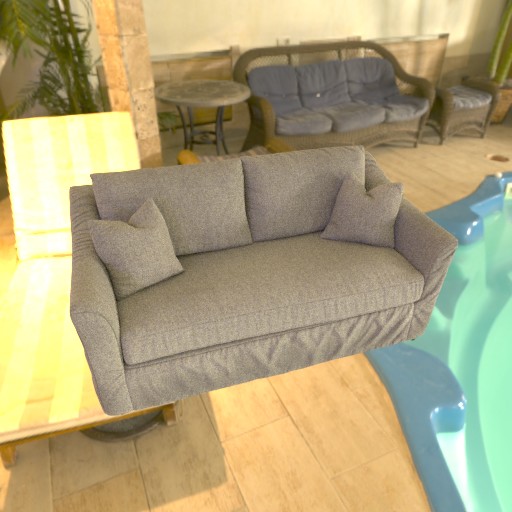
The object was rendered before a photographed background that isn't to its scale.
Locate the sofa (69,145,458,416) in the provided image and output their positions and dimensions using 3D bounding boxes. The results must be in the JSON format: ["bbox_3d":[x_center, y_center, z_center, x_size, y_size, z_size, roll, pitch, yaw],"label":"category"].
[{"bbox_3d":[0.000,0.000,2.645,2.010,1.018,1.072,-10,34,-15],"label":"sofa"}]
